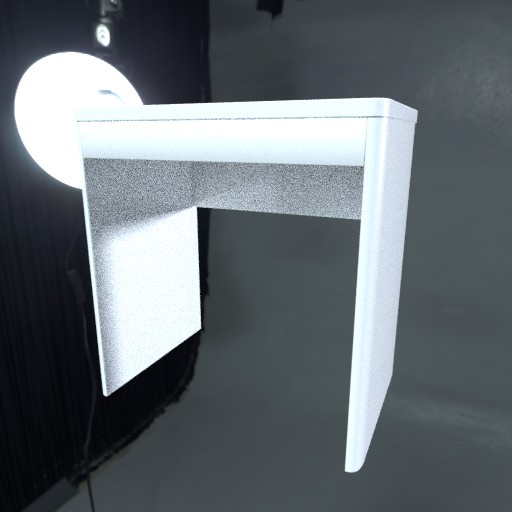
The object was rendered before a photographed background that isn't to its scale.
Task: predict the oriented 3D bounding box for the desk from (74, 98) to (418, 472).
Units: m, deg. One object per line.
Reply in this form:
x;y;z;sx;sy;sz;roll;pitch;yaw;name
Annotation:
0.000;0.000;1.274;0.762;0.800;0.549;7;17;24;desk
